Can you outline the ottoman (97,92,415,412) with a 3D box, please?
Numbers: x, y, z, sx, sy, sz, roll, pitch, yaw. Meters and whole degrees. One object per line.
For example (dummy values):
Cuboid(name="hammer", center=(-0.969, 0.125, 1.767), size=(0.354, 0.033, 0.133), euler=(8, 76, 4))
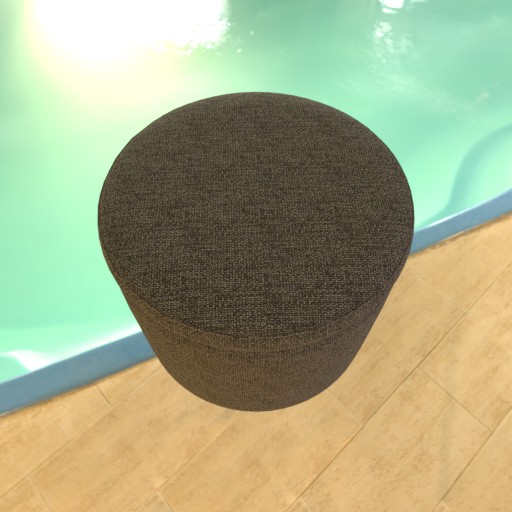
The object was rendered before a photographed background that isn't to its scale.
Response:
Cuboid(name="ottoman", center=(0.000, 0.000, 0.886), size=(0.520, 0.430, 0.520), euler=(0, 57, 0))
